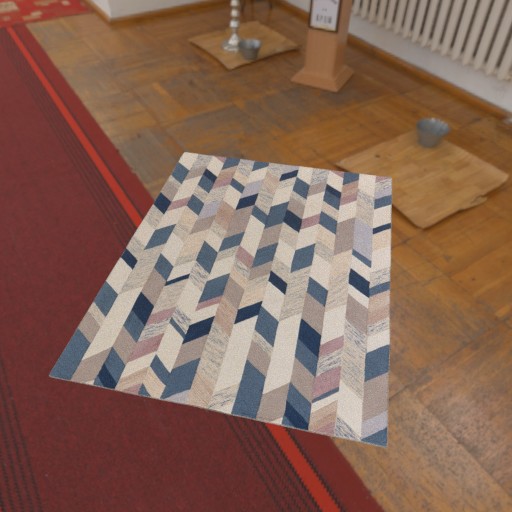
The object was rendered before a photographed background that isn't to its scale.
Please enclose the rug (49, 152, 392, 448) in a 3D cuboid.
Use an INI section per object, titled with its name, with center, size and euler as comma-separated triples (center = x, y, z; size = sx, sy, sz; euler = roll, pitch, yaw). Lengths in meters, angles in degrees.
[rug]
center = 0.000, 0.000, 4.109
size = 2.451, 0.011, 3.072
euler = 9, 46, 9
